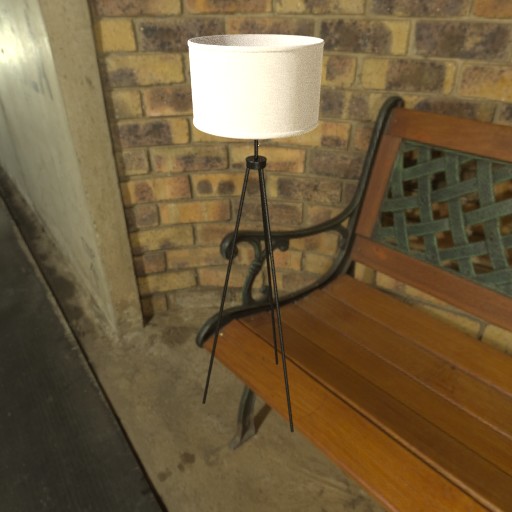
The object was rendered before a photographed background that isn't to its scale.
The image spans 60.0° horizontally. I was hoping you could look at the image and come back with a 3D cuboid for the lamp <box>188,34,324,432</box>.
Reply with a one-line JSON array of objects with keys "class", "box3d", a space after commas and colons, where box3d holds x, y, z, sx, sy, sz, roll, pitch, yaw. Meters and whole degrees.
[{"class": "lamp", "box3d": [0.000, 0.000, 1.751, 0.448, 1.545, 0.458, 9, 32, 15]}]
